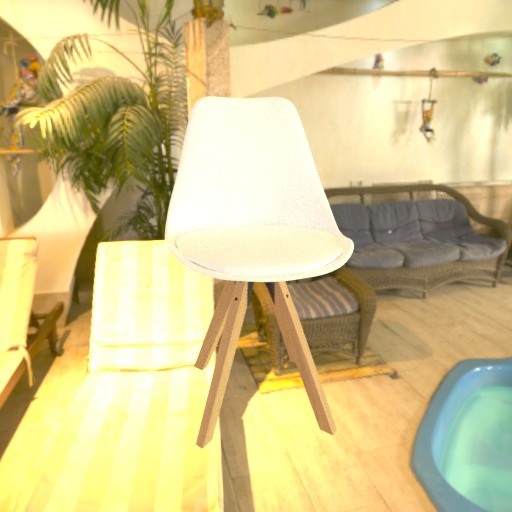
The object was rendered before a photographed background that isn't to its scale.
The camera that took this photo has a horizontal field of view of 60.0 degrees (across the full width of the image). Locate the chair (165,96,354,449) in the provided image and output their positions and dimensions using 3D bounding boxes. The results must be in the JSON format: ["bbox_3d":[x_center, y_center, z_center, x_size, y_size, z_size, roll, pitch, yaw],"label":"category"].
[{"bbox_3d":[0.000,0.000,1.212,0.485,0.849,0.550,-2,17,-8],"label":"chair"}]
